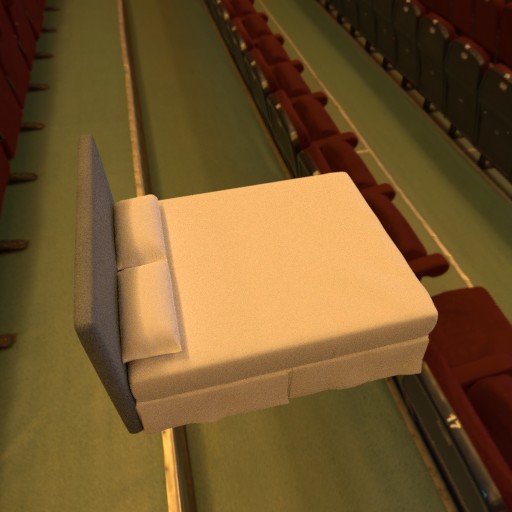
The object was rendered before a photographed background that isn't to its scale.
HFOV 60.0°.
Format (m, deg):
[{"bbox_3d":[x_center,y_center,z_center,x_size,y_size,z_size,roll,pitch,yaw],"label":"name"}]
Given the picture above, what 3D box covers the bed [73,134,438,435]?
[{"bbox_3d":[0.000,0.000,3.164,2.142,1.330,1.713,-11,48,-10],"label":"bed"}]
